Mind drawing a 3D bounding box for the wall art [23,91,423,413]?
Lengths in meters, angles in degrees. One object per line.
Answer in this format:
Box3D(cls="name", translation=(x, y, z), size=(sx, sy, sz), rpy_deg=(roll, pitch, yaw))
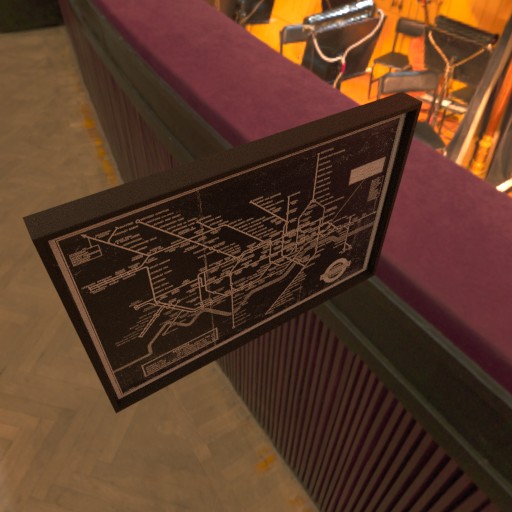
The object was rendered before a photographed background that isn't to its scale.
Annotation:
Box3D(cls="wall art", translation=(0.000, 0.000, 0.835), size=(0.671, 0.456, 0.051), rpy_deg=(-24, 50, -22))
